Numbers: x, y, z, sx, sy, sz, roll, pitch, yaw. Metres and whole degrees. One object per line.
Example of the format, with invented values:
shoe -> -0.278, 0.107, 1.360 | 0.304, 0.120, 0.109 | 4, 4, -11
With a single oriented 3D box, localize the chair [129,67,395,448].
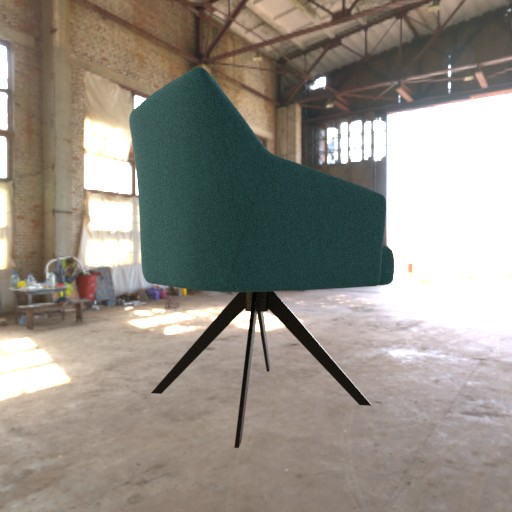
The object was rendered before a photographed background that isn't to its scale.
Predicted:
chair -> 0.000, 0.000, 1.350 | 0.677, 0.874, 0.642 | -1, 1, -36
